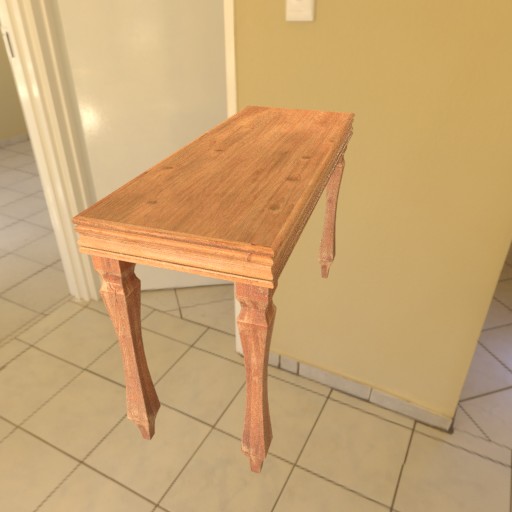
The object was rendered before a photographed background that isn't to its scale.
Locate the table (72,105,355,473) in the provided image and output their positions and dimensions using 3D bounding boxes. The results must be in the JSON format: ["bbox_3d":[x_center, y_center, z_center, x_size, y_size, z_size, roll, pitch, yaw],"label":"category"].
[{"bbox_3d":[0.000,0.000,1.786,0.522,0.873,1.330,10,32,16],"label":"table"}]
